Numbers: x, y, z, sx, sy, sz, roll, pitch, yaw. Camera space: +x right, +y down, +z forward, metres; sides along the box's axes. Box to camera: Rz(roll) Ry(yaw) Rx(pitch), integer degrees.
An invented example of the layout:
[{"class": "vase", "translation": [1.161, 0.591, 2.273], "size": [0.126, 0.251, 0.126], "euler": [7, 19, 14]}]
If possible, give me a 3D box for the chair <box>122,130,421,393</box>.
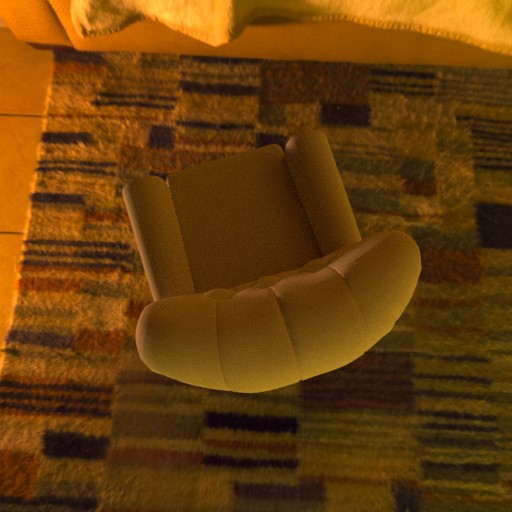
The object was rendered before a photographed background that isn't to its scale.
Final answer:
[{"class": "chair", "translation": [0.000, 0.000, 2.043], "size": [1.035, 1.169, 1.132], "euler": [-17, 76, -4]}]
